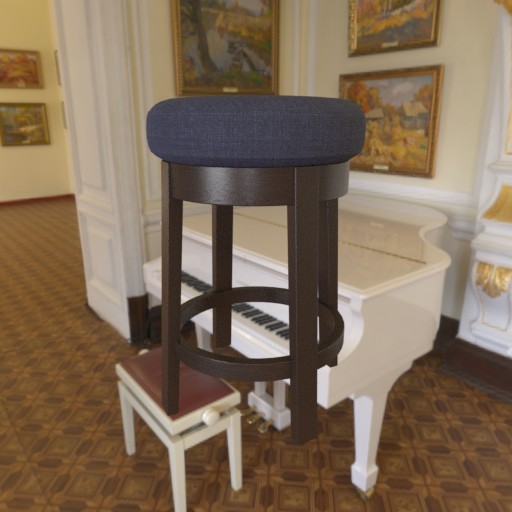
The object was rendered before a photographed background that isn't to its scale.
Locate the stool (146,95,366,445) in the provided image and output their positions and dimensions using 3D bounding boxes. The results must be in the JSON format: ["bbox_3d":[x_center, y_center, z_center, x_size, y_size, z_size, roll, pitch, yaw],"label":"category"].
[{"bbox_3d":[0.000,0.000,0.969,0.449,0.655,0.449,0,17,0],"label":"stool"}]
